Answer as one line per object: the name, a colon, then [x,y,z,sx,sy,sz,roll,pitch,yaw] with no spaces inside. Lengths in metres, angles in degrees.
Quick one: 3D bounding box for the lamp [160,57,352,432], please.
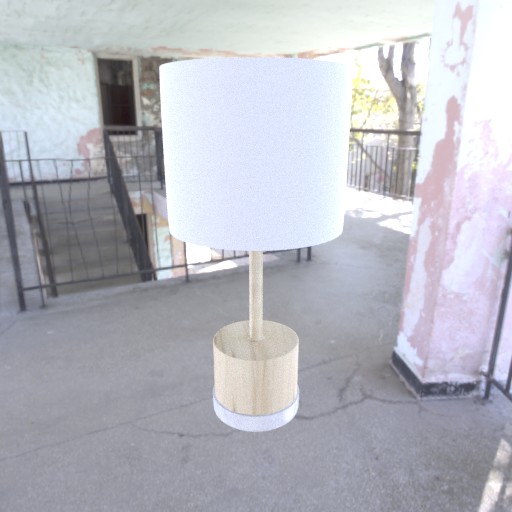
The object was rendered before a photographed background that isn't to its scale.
lamp: [0.000,0.000,0.602,0.229,0.470,0.229,-2,18,-7]
